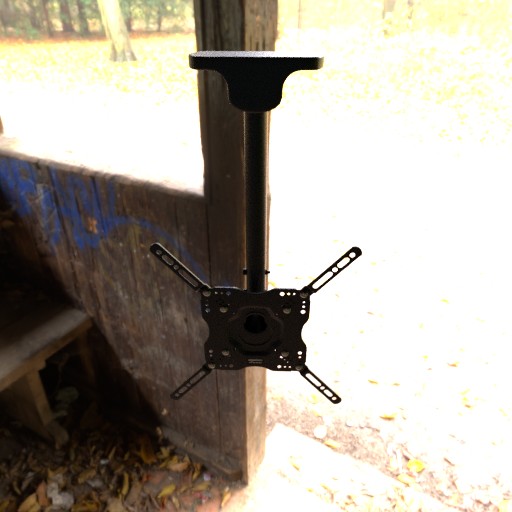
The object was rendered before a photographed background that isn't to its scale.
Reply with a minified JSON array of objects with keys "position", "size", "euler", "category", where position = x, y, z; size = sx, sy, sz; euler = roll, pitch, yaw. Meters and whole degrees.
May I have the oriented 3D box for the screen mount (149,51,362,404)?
[{"position":[0.000,0.000,0.874],"size":[0.393,0.729,0.090],"euler":[1,30,2],"category":"screen mount"}]
